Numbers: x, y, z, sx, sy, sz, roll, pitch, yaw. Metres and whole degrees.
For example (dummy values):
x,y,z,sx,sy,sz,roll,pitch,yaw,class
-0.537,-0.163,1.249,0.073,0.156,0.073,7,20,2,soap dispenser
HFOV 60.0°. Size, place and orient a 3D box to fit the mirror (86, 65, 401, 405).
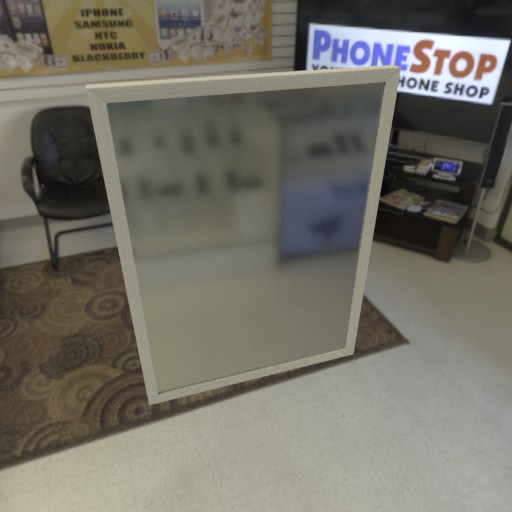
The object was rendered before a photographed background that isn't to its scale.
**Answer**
x,y,z,sx,sy,sz,roll,pitch,yaw,class
0.000,0.000,1.320,0.762,1.016,0.040,-10,34,-15,mirror
